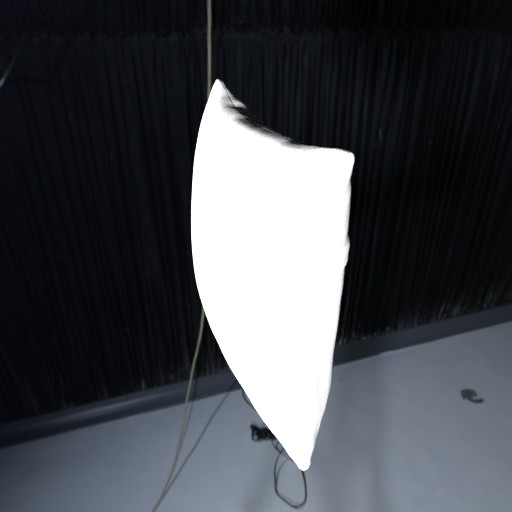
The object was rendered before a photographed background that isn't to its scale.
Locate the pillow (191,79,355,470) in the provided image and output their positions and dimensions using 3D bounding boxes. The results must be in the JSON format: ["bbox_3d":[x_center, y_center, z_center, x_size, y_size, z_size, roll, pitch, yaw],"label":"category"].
[{"bbox_3d":[0.000,0.000,0.662,0.173,0.436,0.433,-10,32,-17],"label":"pillow"}]
